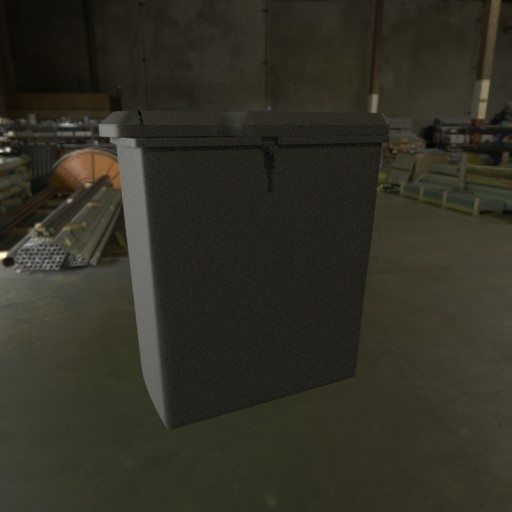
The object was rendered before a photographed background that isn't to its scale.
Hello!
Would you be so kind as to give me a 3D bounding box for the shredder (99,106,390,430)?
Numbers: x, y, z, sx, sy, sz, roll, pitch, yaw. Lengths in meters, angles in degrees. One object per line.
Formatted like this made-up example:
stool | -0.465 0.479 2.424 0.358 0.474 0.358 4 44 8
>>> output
shredder | 0.000 0.000 0.527 0.320 0.335 0.170 -8 18 -24
